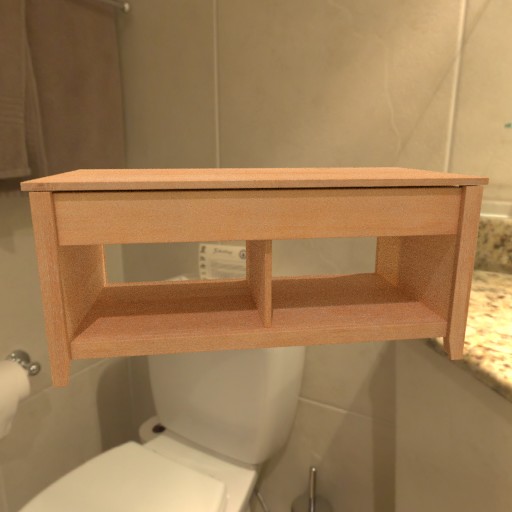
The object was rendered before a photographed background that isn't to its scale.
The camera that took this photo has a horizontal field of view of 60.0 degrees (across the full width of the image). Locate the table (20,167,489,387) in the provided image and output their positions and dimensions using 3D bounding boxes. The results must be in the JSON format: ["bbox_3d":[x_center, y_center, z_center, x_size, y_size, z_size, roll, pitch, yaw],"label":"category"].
[{"bbox_3d":[0.000,0.000,1.239,1.016,0.457,0.483,-2,14,-8],"label":"table"}]
